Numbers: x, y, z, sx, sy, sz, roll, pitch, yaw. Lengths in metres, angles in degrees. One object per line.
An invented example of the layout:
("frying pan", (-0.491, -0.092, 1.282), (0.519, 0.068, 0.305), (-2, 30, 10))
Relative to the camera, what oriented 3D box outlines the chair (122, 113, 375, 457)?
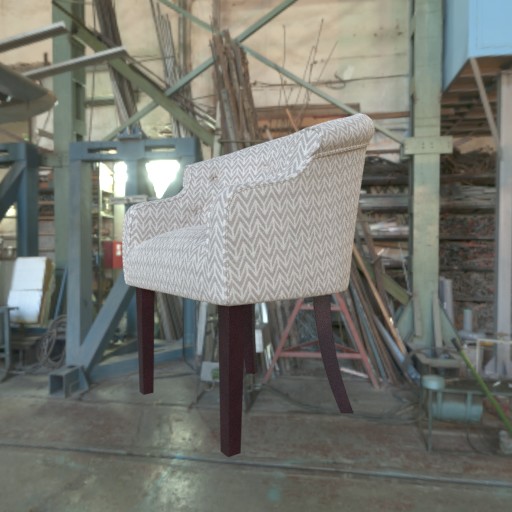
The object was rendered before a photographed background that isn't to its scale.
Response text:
("chair", (0.000, 0.000, 1.317), (0.613, 0.858, 0.686), (-1, 2, -36))
